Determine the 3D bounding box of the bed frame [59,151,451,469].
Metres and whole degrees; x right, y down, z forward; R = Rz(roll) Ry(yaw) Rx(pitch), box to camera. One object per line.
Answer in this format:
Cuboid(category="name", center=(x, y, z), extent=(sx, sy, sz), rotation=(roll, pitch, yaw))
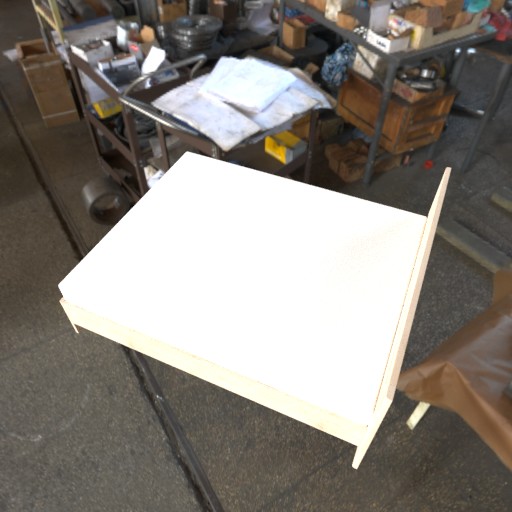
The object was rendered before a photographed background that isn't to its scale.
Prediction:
Cuboid(category="bed frame", center=(0.000, 0.000, 3.053), extent=(2.080, 0.900, 1.800), rotation=(18, 50, 16))
